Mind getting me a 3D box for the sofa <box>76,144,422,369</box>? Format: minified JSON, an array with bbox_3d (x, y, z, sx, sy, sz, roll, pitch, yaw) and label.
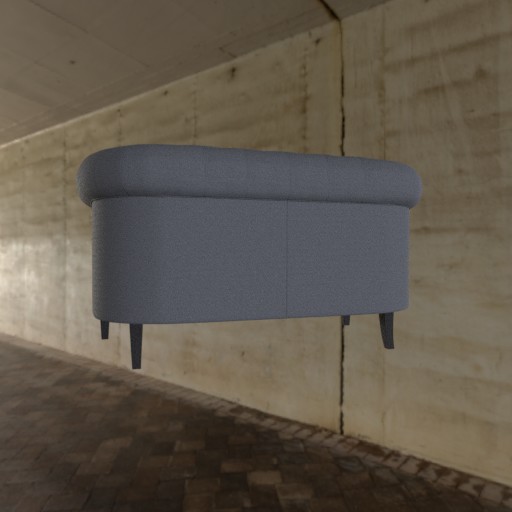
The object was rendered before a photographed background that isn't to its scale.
[{"bbox_3d":[0.000,0.000,2.052,1.558,0.827,0.835,0,1,-18],"label":"sofa"}]
